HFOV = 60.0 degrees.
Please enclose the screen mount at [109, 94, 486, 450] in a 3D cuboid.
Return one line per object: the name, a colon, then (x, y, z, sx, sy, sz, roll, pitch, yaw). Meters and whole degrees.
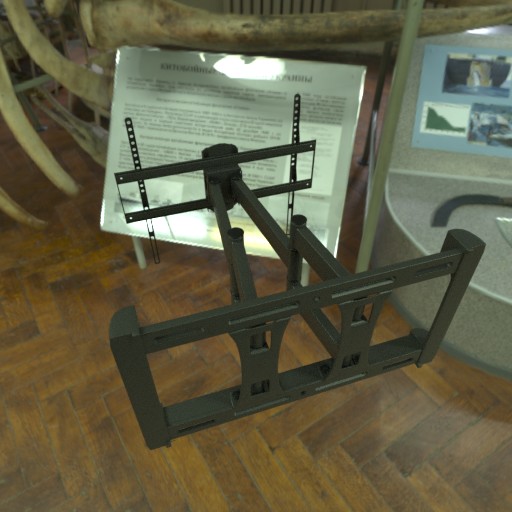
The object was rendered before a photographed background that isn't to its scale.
screen mount: (0.000, 0.000, 0.927, 0.571, 0.424, 0.556, -13, 44, -14)
